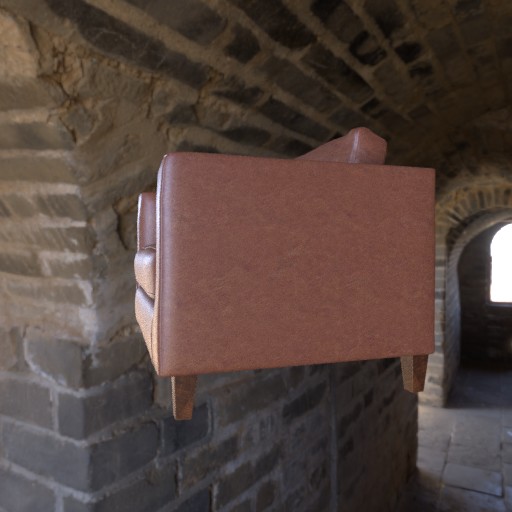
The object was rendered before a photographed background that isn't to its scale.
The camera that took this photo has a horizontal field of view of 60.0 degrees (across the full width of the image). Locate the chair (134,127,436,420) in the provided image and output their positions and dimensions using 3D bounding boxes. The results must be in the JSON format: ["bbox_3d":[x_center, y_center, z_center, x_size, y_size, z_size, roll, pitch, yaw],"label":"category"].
[{"bbox_3d":[0.000,0.000,1.853,0.959,0.917,1.107,0,1,-18],"label":"chair"}]
